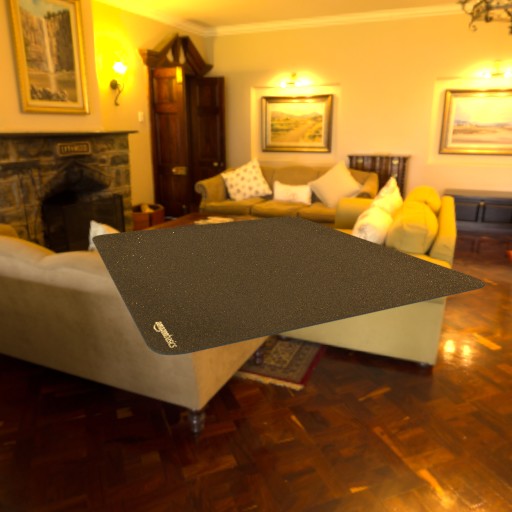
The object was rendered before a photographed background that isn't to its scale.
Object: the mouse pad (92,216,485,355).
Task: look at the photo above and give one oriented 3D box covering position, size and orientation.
[{"bbox_3d":[0.000,0.000,0.622,0.393,0.002,0.451,-8,18,-25],"label":"mouse pad"}]
